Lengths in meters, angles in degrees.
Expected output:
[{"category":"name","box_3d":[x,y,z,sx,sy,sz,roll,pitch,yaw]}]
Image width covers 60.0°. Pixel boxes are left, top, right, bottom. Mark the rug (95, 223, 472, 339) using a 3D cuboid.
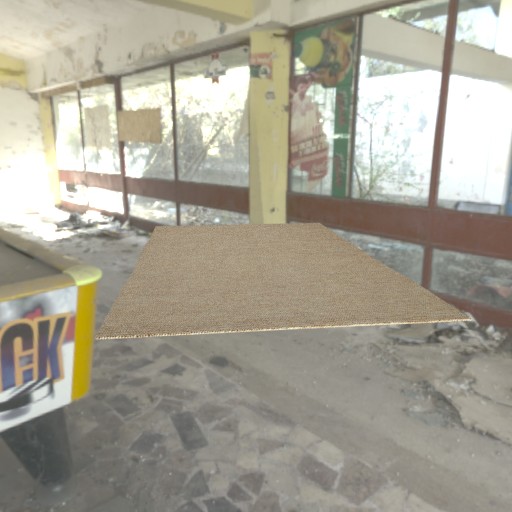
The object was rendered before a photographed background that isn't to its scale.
[{"category":"rug","box_3d":[0.000,0.000,2.936,1.533,0.011,2.439,-2,14,-7]}]
